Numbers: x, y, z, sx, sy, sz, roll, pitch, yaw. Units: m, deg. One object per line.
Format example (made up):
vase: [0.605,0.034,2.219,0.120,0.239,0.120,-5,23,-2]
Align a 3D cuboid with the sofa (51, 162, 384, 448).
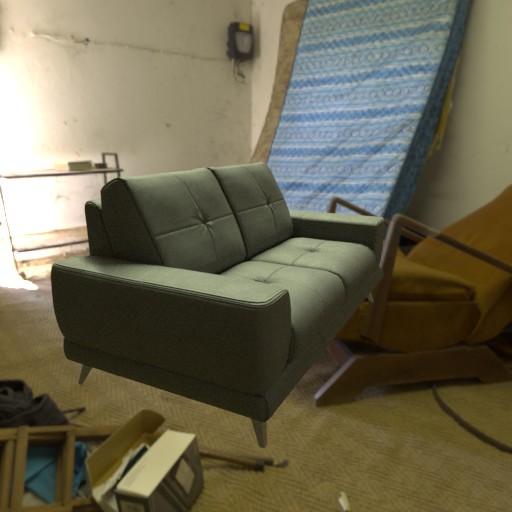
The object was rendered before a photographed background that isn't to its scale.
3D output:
sofa: [0.000,0.000,2.350,1.018,0.907,1.806,8,17,26]
